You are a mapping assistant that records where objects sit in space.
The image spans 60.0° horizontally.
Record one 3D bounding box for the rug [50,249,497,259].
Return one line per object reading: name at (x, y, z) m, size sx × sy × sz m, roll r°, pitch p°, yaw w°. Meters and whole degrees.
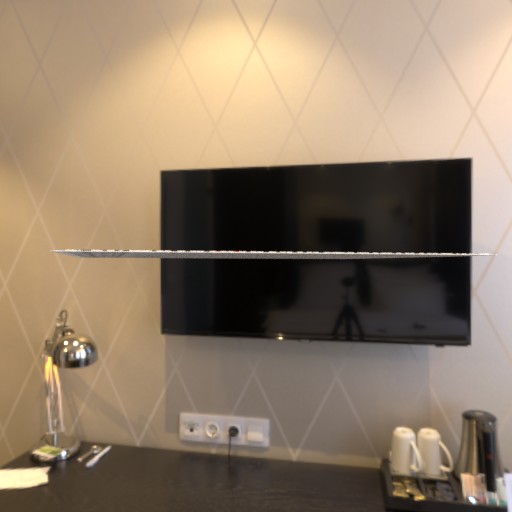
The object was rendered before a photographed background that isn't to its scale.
rug at (0.000, 0.000, 1.986) m, size 1.556 × 0.006 × 1.146 m, roll 0°, pitch -1°, yaw -19°
